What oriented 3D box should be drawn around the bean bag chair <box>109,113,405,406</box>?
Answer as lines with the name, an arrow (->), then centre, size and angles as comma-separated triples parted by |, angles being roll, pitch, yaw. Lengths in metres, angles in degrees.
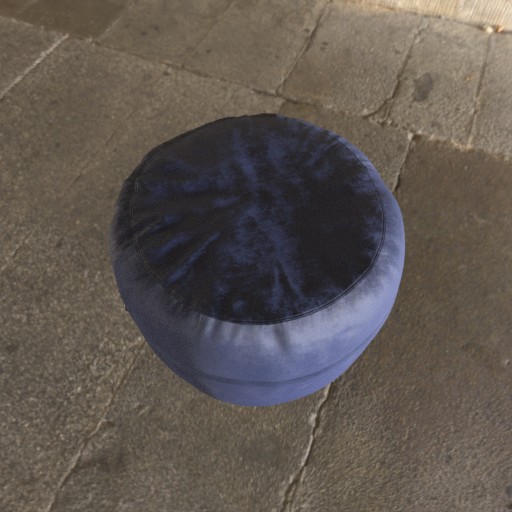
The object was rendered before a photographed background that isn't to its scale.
bean bag chair -> 0.000, 0.000, 1.986 | 1.219, 0.762, 1.219 | 0, 58, 0
